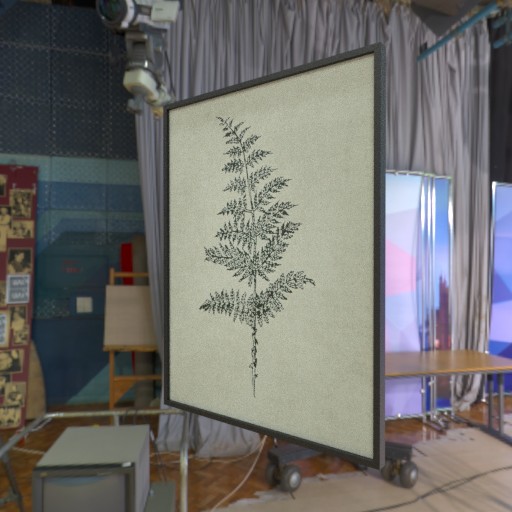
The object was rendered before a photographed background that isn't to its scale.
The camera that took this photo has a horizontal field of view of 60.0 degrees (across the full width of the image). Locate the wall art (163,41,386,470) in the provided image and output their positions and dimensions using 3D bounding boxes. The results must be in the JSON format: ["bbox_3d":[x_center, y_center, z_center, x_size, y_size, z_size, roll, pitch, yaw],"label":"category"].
[{"bbox_3d":[0.000,0.000,1.361,0.802,1.070,0.036,0,1,37],"label":"wall art"}]
